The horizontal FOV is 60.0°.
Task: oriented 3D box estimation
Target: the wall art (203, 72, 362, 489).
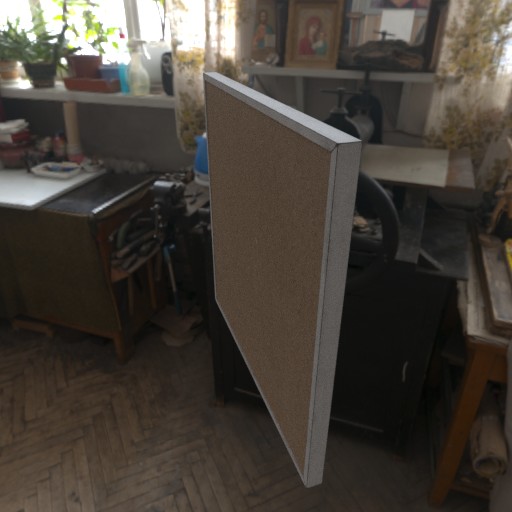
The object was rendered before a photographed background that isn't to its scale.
[{"bbox_3d":[0.000,0.000,1.103,0.038,0.762,0.762,-10,31,-17],"label":"wall art"}]
